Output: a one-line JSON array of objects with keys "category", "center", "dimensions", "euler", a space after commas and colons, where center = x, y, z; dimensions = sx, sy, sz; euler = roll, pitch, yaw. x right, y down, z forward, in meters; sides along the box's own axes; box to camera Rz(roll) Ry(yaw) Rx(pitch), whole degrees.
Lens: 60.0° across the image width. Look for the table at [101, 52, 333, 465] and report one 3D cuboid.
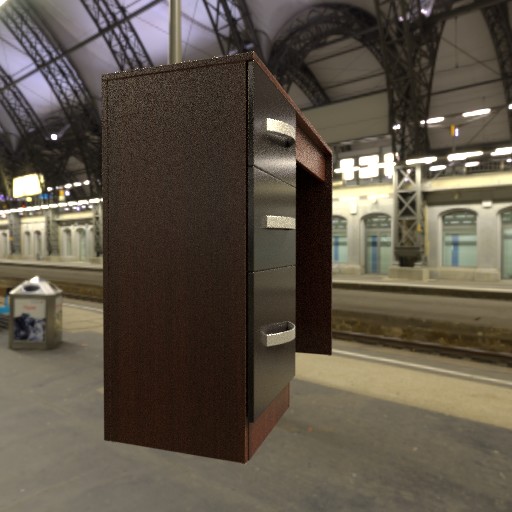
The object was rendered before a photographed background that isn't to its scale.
[{"category": "table", "center": [0.000, 0.000, 1.331], "dimensions": [0.380, 0.790, 0.930], "euler": [0, 1, 19]}]
